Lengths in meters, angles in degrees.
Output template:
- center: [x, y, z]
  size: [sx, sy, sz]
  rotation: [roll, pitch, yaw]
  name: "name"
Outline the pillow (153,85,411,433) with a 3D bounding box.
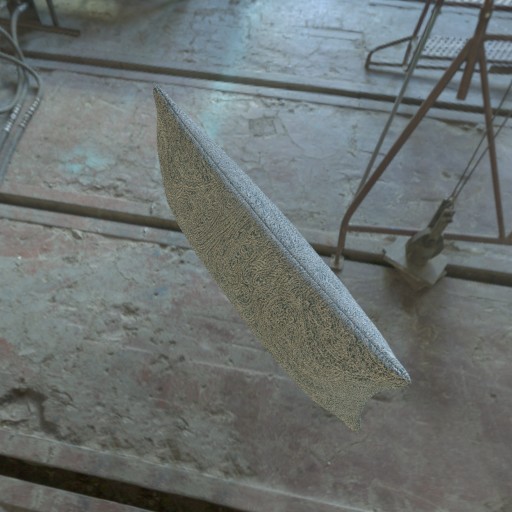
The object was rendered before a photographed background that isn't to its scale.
- center: [0.000, 0.000, 0.749]
  size: [0.151, 0.295, 0.615]
  rotation: [-30, 63, -17]
  name: "pillow"
